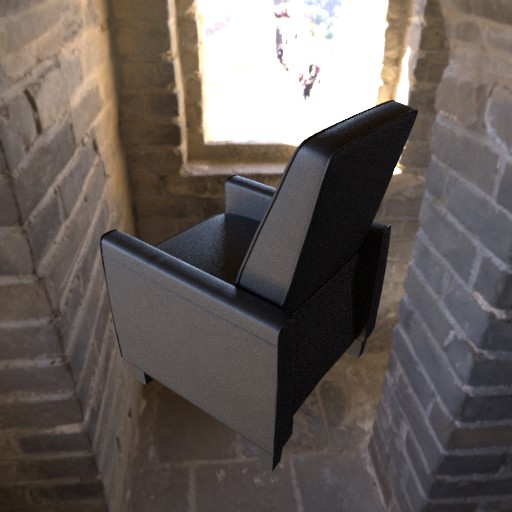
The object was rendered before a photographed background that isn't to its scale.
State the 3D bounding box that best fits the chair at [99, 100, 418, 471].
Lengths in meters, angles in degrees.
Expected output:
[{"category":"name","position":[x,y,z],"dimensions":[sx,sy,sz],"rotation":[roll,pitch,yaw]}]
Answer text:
[{"category":"chair","position":[0.000,0.000,1.476],"dimensions":[0.746,1.013,0.705],"rotation":[21,37,31]}]
